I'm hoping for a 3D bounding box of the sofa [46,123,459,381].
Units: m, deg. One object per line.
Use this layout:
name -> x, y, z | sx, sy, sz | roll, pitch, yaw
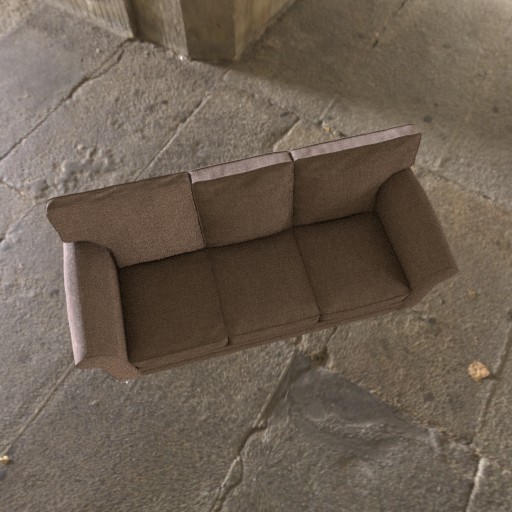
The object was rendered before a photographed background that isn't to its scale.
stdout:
sofa -> 0.000, 0.000, 2.601 | 2.084, 0.961, 0.916 | -13, 65, -6
